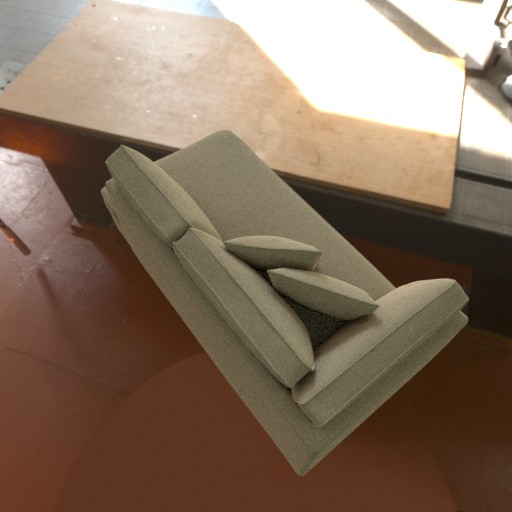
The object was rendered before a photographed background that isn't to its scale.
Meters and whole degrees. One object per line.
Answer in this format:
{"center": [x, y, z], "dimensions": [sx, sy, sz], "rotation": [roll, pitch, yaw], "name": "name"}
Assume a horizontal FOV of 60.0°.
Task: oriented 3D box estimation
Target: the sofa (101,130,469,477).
{"center": [0.000, 0.000, 2.799], "dimensions": [1.110, 1.033, 2.237], "rotation": [-33, 63, -19], "name": "sofa"}
